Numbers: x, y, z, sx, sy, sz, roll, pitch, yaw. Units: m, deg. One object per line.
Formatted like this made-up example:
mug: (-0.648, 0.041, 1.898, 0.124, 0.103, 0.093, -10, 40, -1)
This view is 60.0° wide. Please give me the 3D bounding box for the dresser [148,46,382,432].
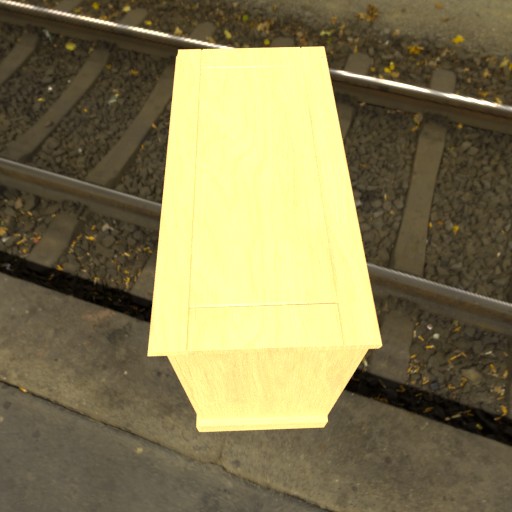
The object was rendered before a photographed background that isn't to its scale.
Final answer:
dresser: (0.000, 0.000, 1.412, 0.440, 0.835, 0.915, -2, 58, -1)
